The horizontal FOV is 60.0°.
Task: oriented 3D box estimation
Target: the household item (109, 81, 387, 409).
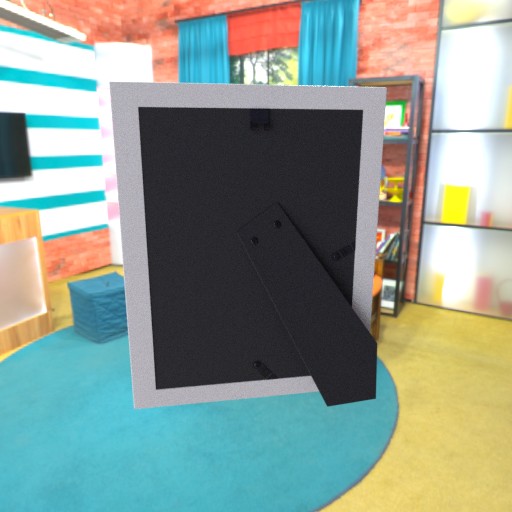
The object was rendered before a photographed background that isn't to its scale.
[{"bbox_3d":[0.000,0.000,0.343,0.200,0.250,0.045,-2,15,-10],"label":"household item"}]
